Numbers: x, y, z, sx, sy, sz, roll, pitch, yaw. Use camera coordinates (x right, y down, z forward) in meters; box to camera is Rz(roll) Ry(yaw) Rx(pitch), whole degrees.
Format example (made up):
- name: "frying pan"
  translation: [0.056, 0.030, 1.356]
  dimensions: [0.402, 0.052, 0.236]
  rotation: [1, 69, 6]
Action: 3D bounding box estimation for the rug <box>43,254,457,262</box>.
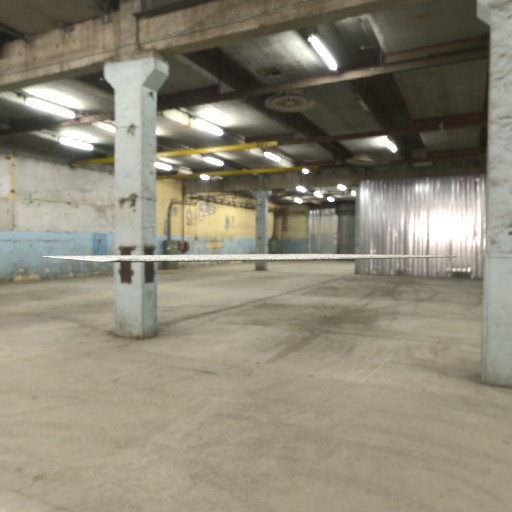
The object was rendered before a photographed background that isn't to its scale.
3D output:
- name: "rug"
  translation: [0.000, 0.000, 3.078]
  dimensions: [2.447, 0.021, 1.527]
  rotation: [-1, 1, -36]
